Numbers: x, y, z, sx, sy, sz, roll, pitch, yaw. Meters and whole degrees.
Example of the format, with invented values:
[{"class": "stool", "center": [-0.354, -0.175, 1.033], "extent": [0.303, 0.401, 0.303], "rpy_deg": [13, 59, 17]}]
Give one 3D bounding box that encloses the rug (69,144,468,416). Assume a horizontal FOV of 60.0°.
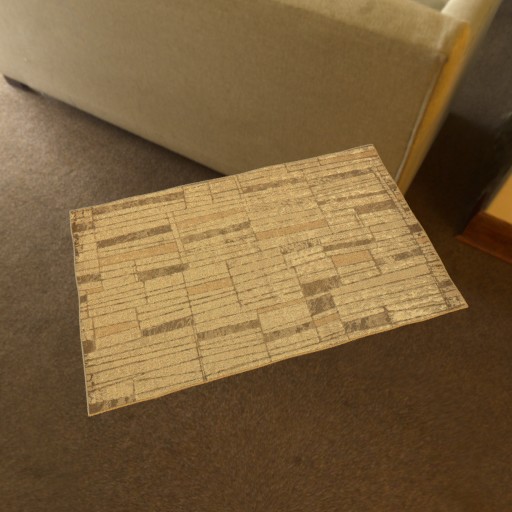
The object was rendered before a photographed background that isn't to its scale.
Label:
[{"class": "rug", "center": [0.000, 0.000, 3.087], "extent": [2.444, 0.023, 1.531], "rpy_deg": [-14, 60, -8]}]
